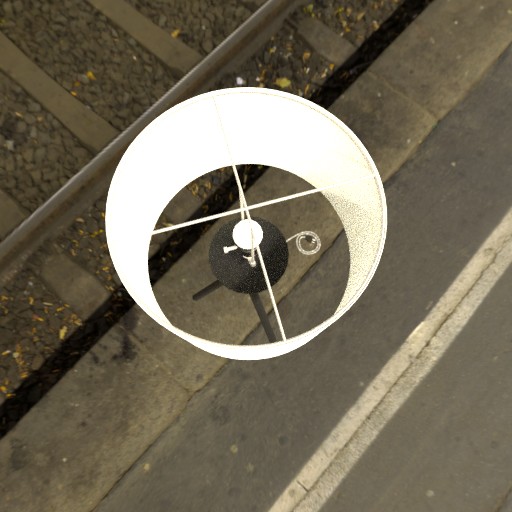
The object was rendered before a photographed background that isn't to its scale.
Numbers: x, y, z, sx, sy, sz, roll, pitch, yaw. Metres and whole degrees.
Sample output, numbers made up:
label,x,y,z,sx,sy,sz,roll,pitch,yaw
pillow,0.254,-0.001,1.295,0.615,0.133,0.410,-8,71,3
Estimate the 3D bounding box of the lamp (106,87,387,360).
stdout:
label,x,y,z,sx,sy,sz,roll,pitch,yaw
lamp,0.000,0.000,0.891,0.353,0.674,0.422,20,75,6
